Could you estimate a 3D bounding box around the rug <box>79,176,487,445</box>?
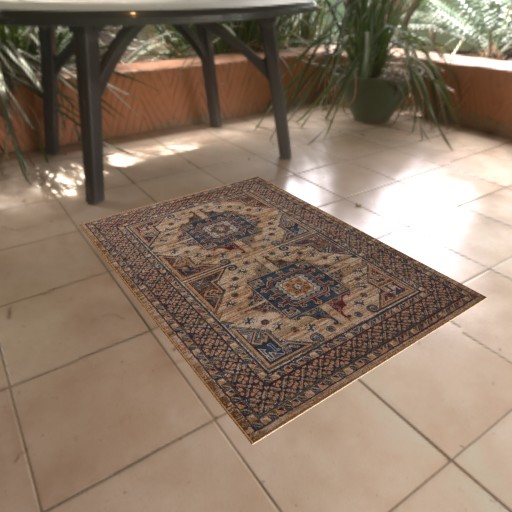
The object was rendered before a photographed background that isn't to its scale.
[{"bbox_3d":[0.000,0.000,2.866,1.611,0.008,2.227,-20,37,-29],"label":"rug"}]
